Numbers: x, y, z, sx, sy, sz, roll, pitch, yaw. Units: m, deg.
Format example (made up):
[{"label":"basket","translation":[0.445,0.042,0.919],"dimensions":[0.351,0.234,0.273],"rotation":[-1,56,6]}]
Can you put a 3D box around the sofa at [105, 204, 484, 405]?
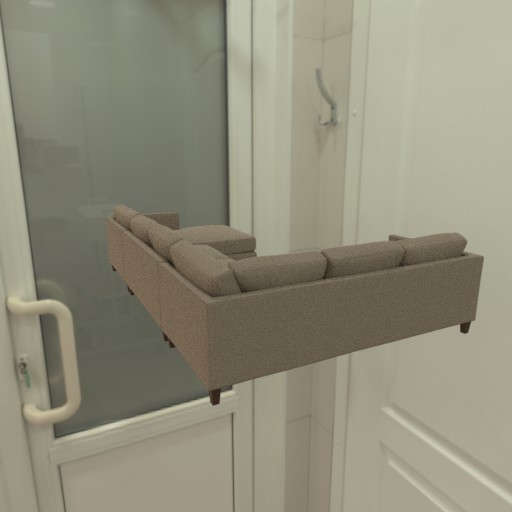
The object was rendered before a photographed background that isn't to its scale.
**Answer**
[{"label":"sofa","translation":[0.000,0.000,4.597],"dimensions":[2.424,0.865,3.438],"rotation":[-7,16,-27]}]
